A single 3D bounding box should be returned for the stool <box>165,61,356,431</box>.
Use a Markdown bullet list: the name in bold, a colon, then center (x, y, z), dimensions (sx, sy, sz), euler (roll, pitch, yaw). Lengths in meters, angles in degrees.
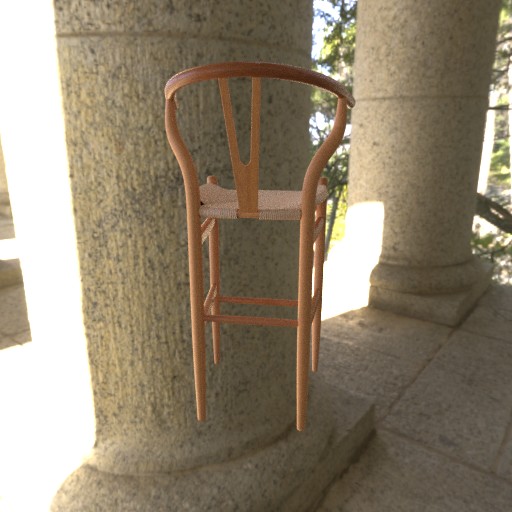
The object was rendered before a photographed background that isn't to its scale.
- **stool**: center (0.000, 0.000, 1.407), dimensions (0.574, 1.068, 0.561), euler (2, 16, 8)
